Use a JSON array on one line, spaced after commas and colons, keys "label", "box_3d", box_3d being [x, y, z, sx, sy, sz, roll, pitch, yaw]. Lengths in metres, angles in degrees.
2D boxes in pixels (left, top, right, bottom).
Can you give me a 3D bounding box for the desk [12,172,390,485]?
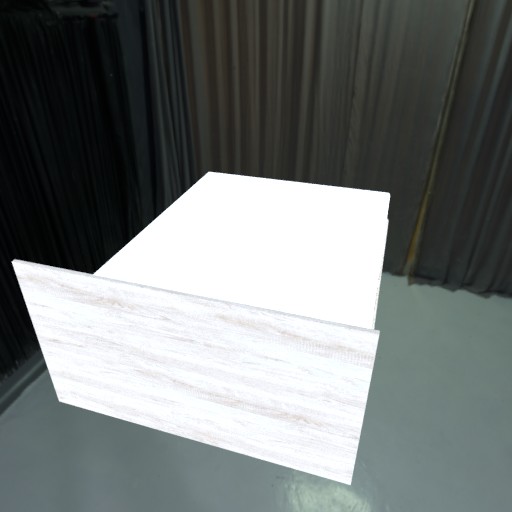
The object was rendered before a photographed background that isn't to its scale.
[{"label": "desk", "box_3d": [0.000, 0.000, 2.531, 1.400, 0.800, 1.900, 9, 33, 15]}]
